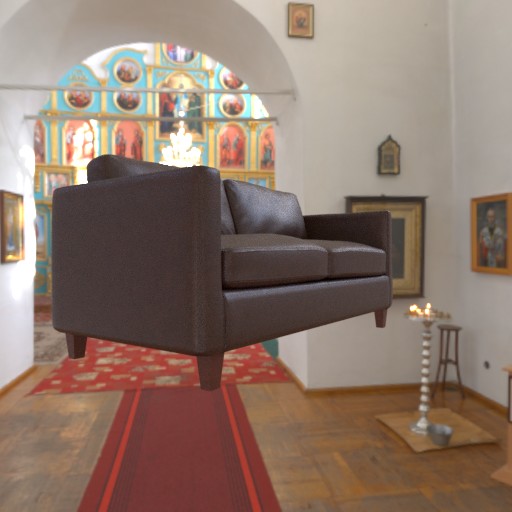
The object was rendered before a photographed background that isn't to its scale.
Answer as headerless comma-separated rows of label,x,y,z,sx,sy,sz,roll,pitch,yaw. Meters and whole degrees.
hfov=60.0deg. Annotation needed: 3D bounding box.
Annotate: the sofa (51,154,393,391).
sofa,0.000,0.000,2.462,0.951,0.933,1.883,0,0,36
